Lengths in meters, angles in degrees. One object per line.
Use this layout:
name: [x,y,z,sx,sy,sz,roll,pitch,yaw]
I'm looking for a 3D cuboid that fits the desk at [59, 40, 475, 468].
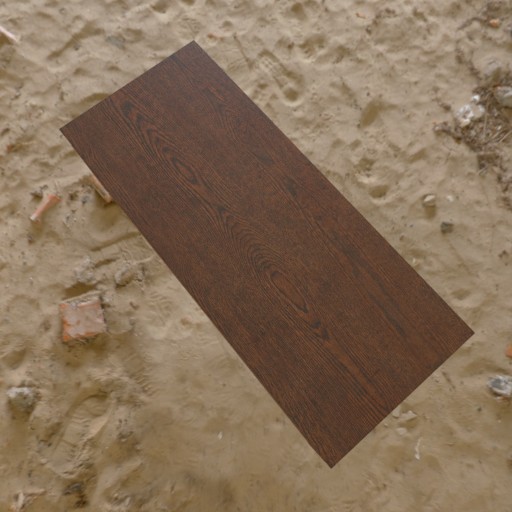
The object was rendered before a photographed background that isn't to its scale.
desk: [0.000,0.000,1.805,0.610,0.792,1.384,-39,77,-10]
